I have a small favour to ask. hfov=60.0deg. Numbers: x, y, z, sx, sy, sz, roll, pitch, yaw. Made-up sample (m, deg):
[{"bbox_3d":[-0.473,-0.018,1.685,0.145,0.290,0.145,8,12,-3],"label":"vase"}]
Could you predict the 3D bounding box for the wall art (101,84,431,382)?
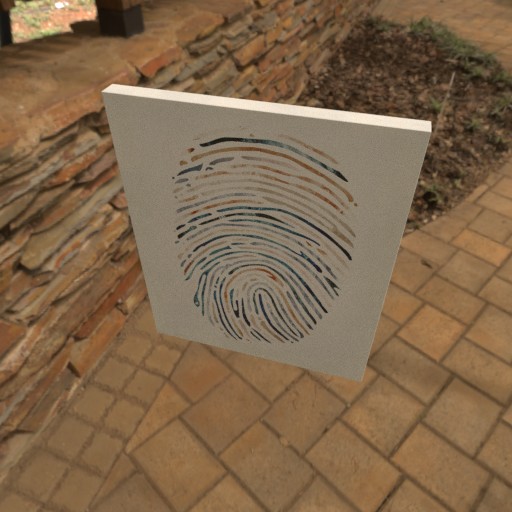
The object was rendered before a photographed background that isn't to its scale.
[{"bbox_3d":[0.000,0.000,0.870,0.508,0.606,0.037,11,43,12],"label":"wall art"}]
